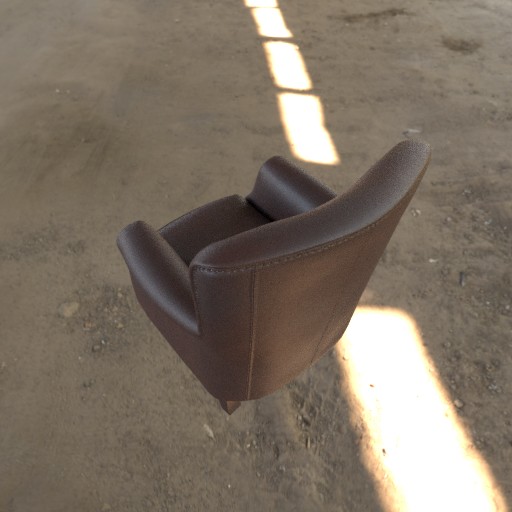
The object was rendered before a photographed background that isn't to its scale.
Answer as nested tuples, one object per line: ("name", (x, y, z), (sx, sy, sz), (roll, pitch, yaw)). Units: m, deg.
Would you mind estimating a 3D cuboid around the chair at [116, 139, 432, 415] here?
("chair", (0.000, 0.000, 1.342), (0.700, 0.800, 0.746), (-30, 52, -27))
